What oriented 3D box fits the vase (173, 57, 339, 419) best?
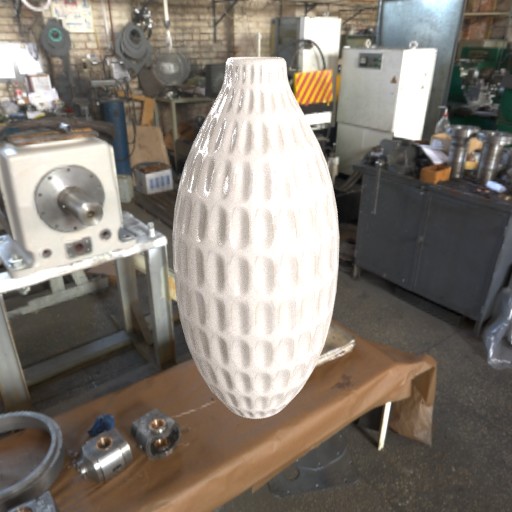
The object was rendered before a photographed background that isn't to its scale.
[{"bbox_3d":[0.000,0.000,0.345,0.127,0.282,0.127,0,26,0],"label":"vase"}]
